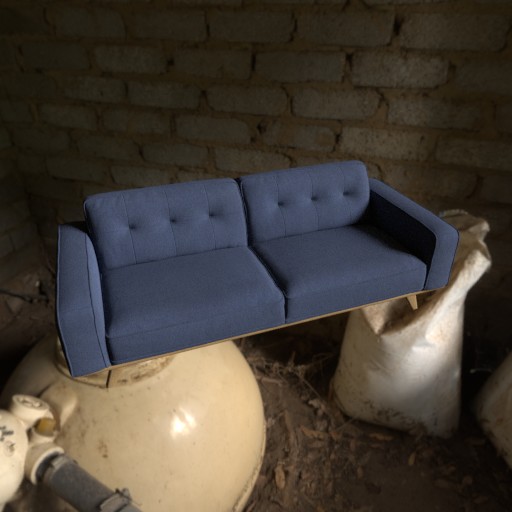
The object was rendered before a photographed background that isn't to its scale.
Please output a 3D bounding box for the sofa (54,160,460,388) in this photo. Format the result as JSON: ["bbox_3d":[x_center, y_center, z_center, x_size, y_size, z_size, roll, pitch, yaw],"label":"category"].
[{"bbox_3d":[0.000,0.000,2.743,2.270,0.782,0.953,-11,33,-17],"label":"sofa"}]
